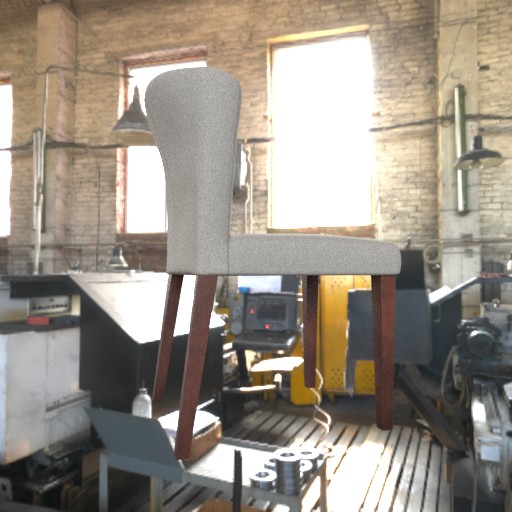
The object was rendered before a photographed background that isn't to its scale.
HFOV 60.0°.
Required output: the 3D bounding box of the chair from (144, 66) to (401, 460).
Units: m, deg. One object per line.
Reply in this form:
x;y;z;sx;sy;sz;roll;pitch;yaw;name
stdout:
0.000;0.000;1.190;0.592;0.839;0.491;1;-2;-19;chair
